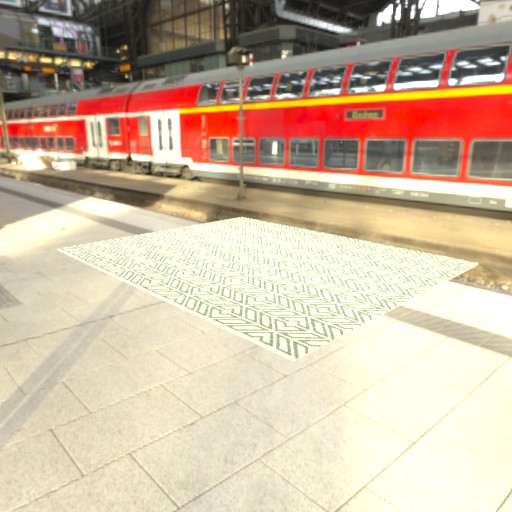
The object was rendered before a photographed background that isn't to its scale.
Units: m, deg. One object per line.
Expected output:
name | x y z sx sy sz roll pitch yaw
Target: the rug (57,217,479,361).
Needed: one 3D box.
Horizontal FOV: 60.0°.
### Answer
rug | 0.000 0.000 4.074 2.441 0.017 3.050 -15 21 -42
